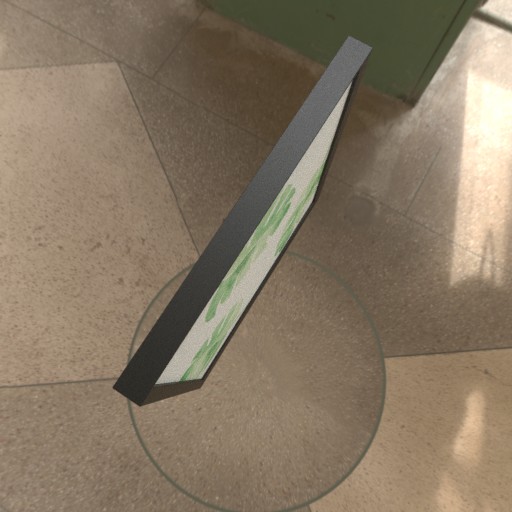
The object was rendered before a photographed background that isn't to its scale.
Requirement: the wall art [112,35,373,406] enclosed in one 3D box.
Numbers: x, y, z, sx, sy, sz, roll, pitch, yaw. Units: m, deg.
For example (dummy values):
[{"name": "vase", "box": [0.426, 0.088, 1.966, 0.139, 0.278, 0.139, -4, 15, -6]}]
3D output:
[{"name": "wall art", "box": [0.000, 0.000, 0.754, 0.036, 0.508, 0.508, 31, 77, 8]}]
